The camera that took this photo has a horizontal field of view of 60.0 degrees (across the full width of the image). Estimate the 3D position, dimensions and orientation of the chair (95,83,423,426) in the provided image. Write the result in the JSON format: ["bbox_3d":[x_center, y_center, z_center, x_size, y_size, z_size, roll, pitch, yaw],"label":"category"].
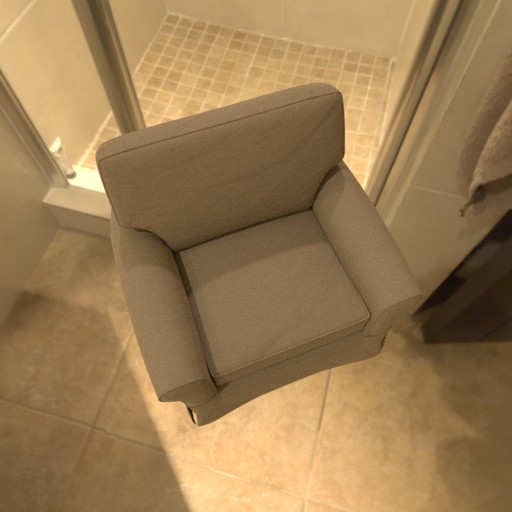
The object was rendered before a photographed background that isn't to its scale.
[{"bbox_3d":[0.000,0.000,1.911,1.135,1.017,0.988,-19,63,-10],"label":"chair"}]
